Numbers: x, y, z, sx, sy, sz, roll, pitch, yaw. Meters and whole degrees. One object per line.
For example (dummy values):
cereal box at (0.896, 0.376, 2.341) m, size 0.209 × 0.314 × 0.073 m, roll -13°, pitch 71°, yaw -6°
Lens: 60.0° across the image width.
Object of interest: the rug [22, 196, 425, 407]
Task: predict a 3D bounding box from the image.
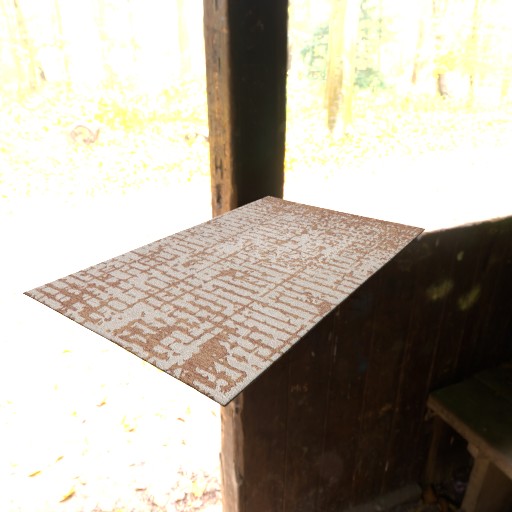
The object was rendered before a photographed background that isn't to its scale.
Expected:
rug at (0.000, 0.000, 3.007) m, size 1.517 × 0.011 × 2.435 m, roll 17°, pitch 29°, yaw 33°
